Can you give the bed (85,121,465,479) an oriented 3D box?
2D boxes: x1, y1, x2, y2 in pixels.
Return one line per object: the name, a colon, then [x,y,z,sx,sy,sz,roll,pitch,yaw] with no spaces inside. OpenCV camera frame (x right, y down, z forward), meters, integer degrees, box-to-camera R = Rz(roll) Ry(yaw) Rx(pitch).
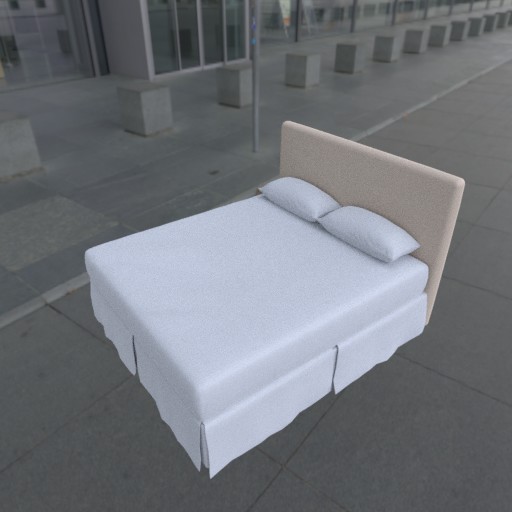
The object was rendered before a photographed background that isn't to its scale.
bed: [0.000,0.000,3.333,2.142,1.330,1.884,-22,38,-31]
